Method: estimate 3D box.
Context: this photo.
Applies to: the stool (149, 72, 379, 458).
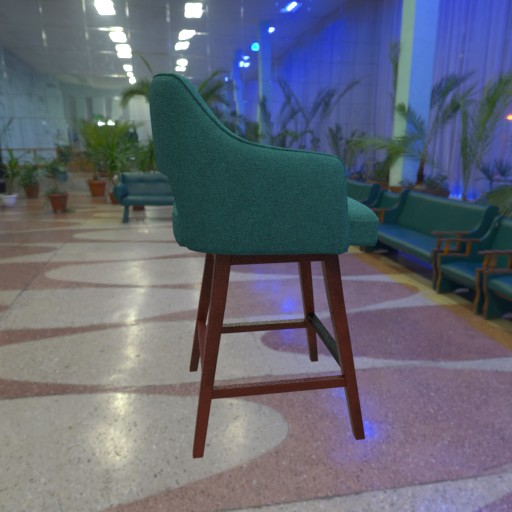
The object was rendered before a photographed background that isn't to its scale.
[{"bbox_3d":[0.000,0.000,1.294,0.556,0.961,0.548,-2,16,-9],"label":"stool"}]
